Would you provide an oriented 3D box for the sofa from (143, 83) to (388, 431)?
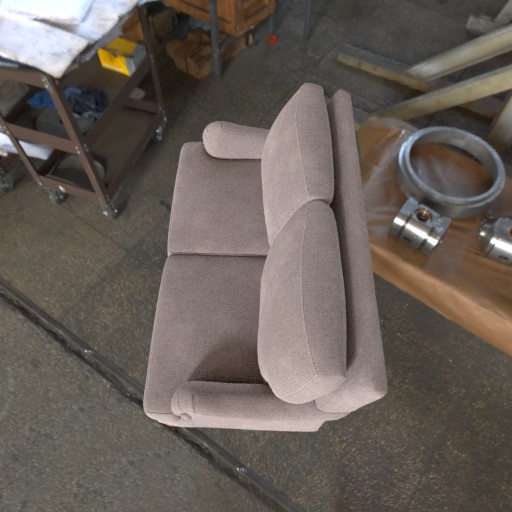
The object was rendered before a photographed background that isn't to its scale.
[{"bbox_3d":[0.000,0.000,2.573,1.084,1.101,1.853,1,59,1],"label":"sofa"}]
